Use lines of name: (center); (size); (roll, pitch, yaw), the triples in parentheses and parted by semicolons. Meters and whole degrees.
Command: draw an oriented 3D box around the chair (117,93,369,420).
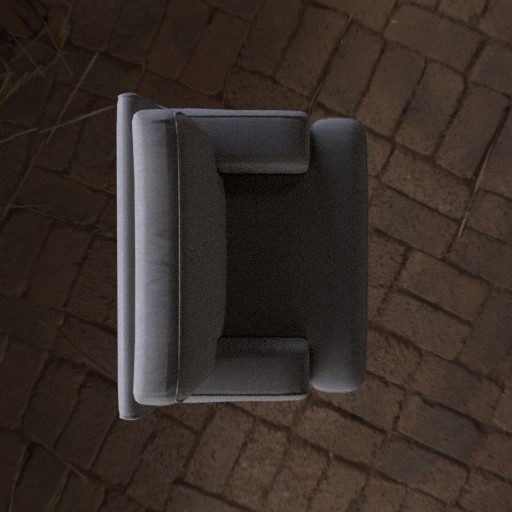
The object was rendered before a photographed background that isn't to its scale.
chair: (0.000, 0.000, 1.975); (1.043, 0.974, 1.270); (0, 91, 0)
